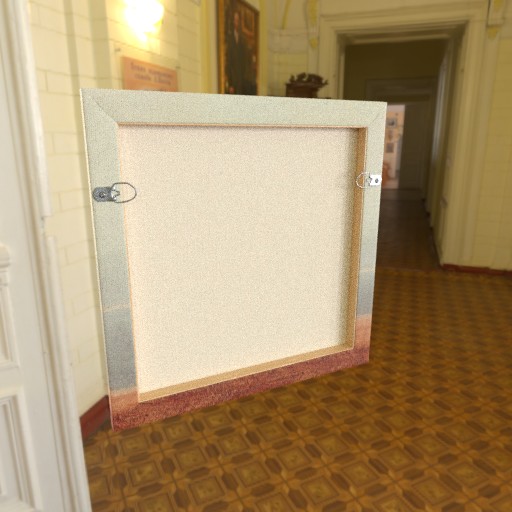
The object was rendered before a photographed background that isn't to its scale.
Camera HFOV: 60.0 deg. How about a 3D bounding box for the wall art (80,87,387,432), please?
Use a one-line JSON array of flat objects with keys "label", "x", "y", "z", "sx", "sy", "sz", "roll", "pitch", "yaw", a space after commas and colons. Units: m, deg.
[{"label": "wall art", "x": 0.000, "y": 0.000, "z": 0.596, "sx": 0.405, "sy": 0.405, "sz": 0.023, "roll": -7, "pitch": 16, "yaw": -26}]
